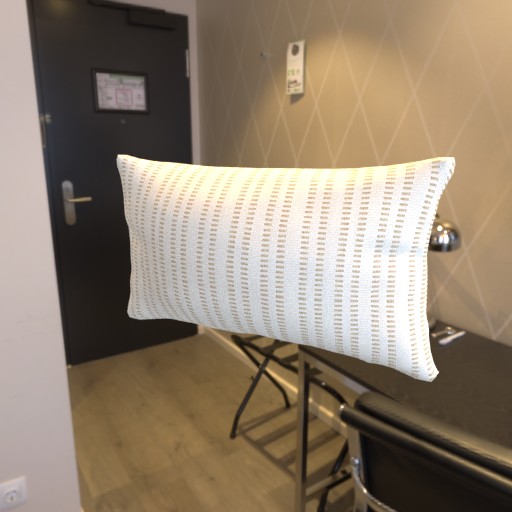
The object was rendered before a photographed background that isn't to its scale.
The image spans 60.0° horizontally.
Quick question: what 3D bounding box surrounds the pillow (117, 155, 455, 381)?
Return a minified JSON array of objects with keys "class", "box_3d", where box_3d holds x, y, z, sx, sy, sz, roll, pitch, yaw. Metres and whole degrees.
[{"class":"pillow","box_3d":[0.000,0.000,0.800,0.640,0.353,0.210,7,15,25]}]
